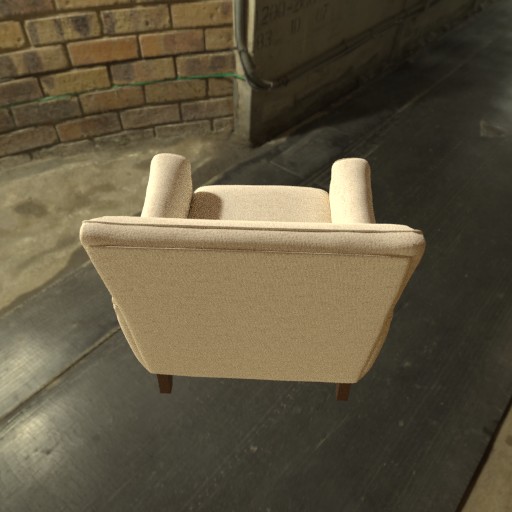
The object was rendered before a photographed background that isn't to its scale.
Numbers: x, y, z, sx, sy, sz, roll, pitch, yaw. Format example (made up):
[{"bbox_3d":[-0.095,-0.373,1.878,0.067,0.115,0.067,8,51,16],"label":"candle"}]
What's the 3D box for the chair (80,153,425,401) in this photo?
[{"bbox_3d":[0.000,0.000,1.623,0.870,0.943,0.823,2,46,2],"label":"chair"}]
